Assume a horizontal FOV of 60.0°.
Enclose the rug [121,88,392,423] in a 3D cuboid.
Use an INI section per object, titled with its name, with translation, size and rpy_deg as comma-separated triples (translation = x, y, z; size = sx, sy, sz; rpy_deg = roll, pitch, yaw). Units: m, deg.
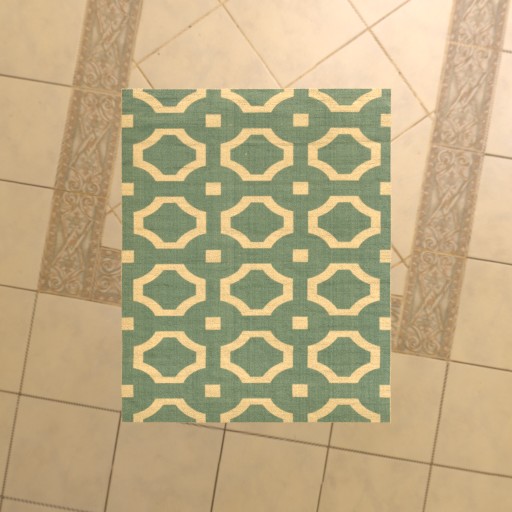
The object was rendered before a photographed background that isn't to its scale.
[rug]
translation = 0.000, 0.000, 4.042
size = 2.466, 0.021, 3.049
rpy_deg = 0, 90, 0
